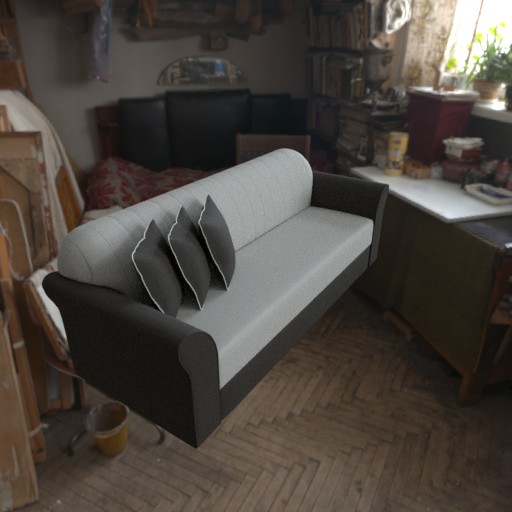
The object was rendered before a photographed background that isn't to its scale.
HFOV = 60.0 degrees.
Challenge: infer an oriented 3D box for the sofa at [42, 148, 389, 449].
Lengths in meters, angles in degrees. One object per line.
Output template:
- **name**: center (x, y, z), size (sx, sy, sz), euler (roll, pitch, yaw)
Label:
- **sofa**: center (0.000, 0.000, 2.433), size (0.755, 0.787, 2.001), euler (17, 32, 30)
